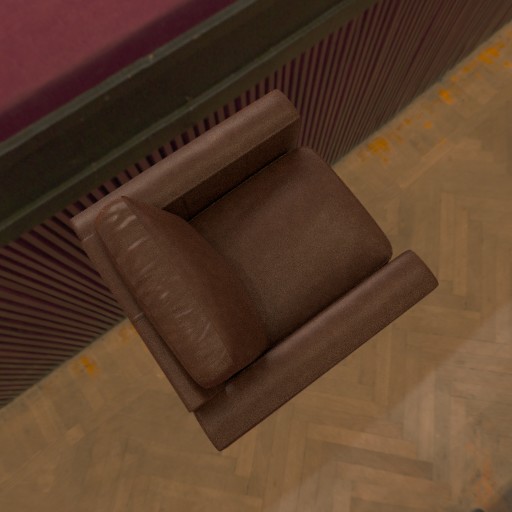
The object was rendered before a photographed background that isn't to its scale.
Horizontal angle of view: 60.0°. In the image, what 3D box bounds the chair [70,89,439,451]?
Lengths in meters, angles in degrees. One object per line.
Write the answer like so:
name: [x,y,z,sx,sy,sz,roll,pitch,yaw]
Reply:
chair: [0.000,0.000,1.746,1.016,0.873,1.005,-35,79,-8]
